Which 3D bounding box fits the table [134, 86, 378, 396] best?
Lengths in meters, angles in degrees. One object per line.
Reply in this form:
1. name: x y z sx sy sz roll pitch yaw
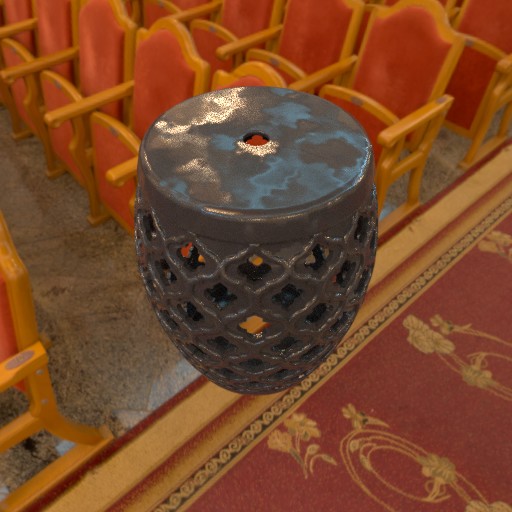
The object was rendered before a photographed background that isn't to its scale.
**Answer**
1. table: 0.000 0.000 0.637 0.325 0.388 0.325 0 47 0
